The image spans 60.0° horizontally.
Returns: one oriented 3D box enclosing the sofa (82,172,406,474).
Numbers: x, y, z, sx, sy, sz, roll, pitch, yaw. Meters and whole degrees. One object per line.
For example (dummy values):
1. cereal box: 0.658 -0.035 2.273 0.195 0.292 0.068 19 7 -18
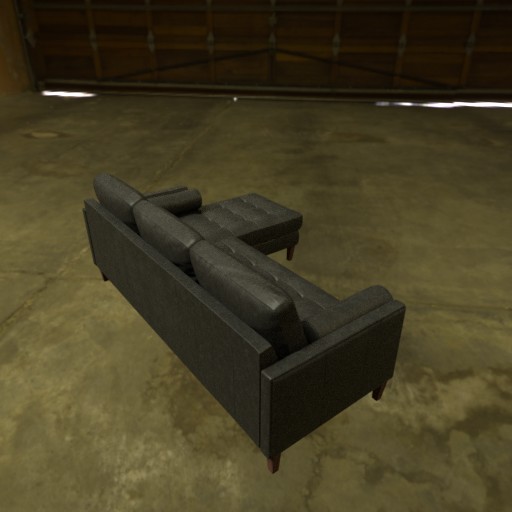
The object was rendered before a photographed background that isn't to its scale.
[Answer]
1. sofa: 0.000 0.000 2.886 1.497 0.876 2.178 -20 34 -32
